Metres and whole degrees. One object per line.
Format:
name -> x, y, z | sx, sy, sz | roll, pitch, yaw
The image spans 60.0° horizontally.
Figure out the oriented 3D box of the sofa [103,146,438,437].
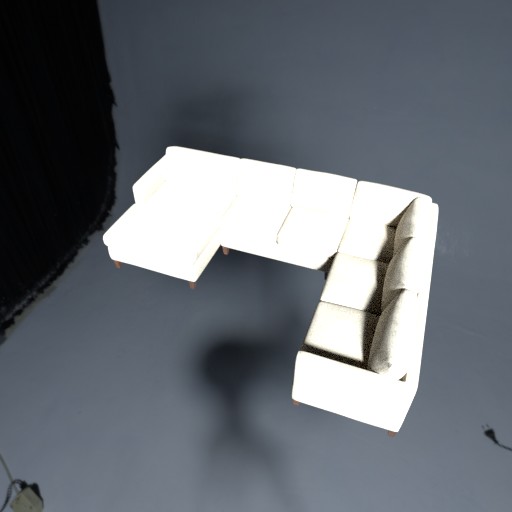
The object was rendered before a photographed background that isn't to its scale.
sofa -> 0.000, 0.000, 4.706 | 3.460, 0.959, 2.593 | 14, 44, 15
